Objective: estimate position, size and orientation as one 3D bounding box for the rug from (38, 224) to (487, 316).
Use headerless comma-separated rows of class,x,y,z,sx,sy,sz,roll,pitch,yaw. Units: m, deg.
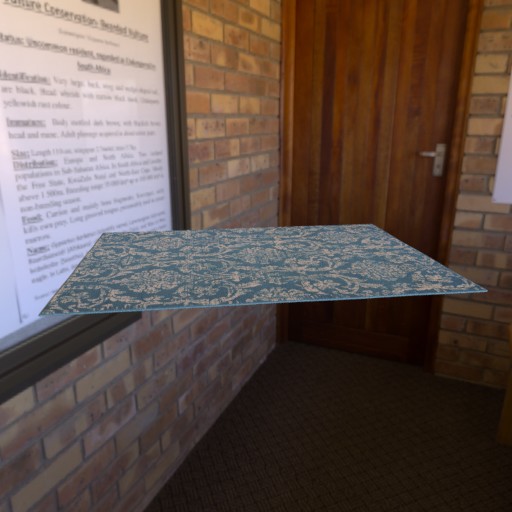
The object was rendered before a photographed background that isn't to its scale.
rug,0.000,0.000,2.881,2.205,0.012,1.554,-2,17,-8
